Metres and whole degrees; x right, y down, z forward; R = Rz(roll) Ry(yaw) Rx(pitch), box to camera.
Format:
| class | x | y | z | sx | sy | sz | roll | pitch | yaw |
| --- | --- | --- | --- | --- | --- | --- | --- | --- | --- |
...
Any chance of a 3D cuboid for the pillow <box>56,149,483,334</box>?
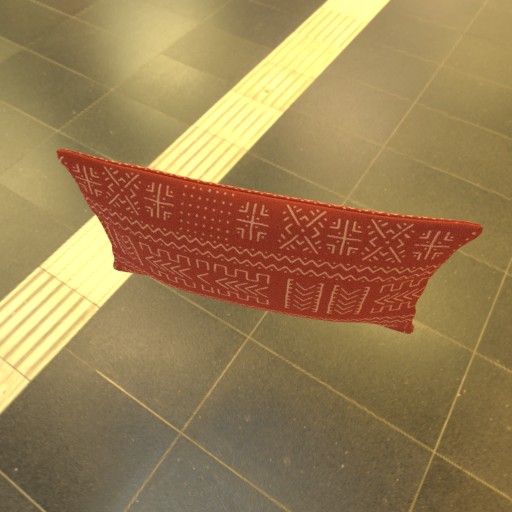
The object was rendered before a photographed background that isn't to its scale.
| class | x | y | z | sx | sy | sz | roll | pitch | yaw |
| --- | --- | --- | --- | --- | --- | --- | --- | --- | --- |
| pillow | 0.000 | 0.000 | 0.776 | 0.640 | 0.352 | 0.130 | 11 | 58 | 7 |
